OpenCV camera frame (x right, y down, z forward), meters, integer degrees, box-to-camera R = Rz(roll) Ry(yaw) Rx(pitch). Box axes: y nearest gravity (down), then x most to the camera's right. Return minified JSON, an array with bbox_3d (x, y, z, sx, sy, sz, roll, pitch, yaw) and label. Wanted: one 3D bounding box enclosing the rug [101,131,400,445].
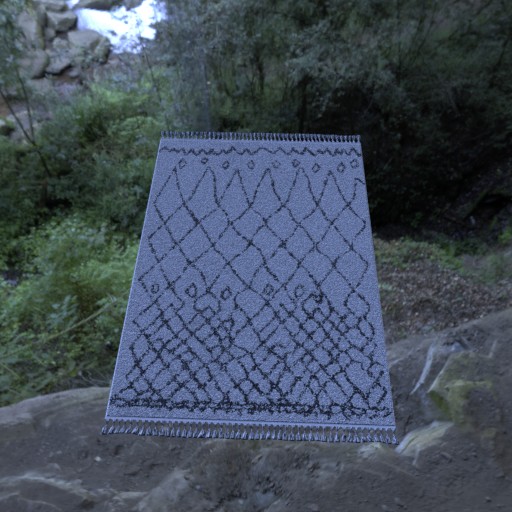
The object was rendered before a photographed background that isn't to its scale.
[{"bbox_3d":[0.000,0.000,2.983,1.613,0.017,2.312,2,59,1],"label":"rug"}]
